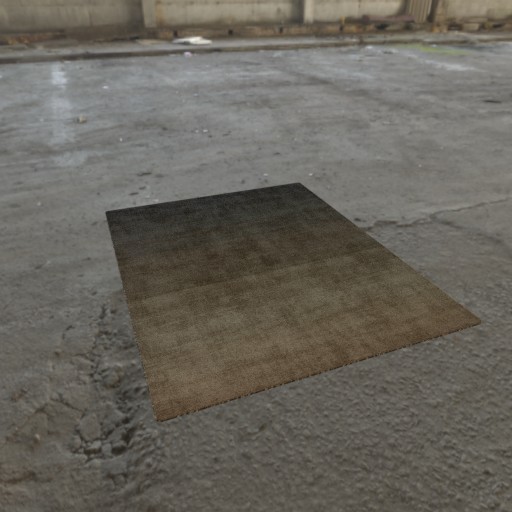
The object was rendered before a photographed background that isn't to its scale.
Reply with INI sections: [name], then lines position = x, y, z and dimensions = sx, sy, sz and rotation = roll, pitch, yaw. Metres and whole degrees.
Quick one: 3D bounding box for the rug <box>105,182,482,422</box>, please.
[rug]
position = 0.000, 0.000, 3.907
dimensions = 2.306, 0.017, 2.902
rotation = -11, 32, -19
